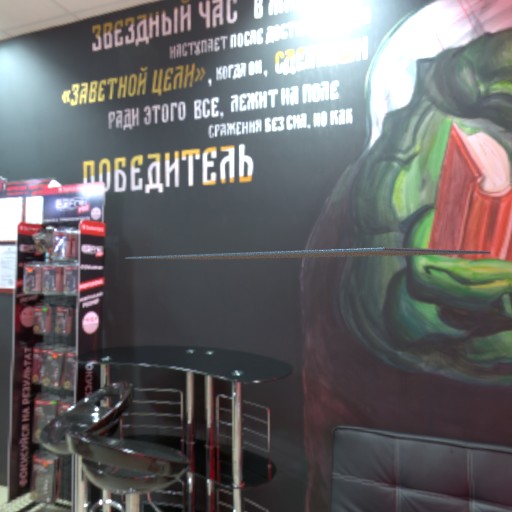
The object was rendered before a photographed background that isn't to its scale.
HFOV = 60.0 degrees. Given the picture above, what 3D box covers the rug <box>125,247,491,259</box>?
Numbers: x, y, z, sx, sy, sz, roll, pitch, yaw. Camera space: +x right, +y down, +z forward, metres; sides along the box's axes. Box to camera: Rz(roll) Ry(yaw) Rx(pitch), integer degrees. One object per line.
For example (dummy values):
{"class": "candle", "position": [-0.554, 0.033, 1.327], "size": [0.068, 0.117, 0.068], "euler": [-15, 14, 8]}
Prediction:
{"class": "rug", "position": [0.000, 0.000, 2.416], "size": [0.662, 0.011, 2.196], "euler": [1, -1, -36]}
